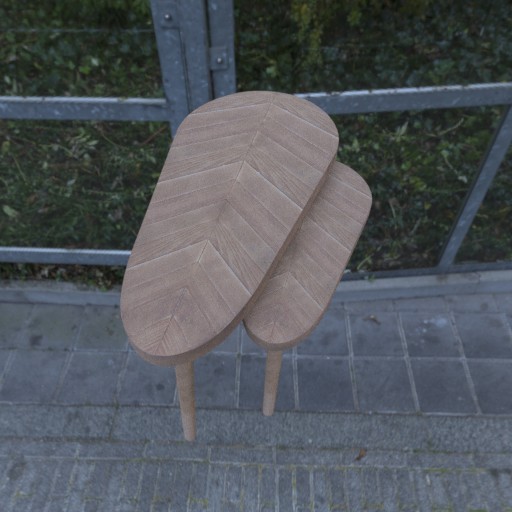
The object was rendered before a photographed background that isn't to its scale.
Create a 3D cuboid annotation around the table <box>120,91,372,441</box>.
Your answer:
[{"bbox_3d":[0.000,0.000,1.548,0.701,0.595,1.190,11,49,10],"label":"table"}]
